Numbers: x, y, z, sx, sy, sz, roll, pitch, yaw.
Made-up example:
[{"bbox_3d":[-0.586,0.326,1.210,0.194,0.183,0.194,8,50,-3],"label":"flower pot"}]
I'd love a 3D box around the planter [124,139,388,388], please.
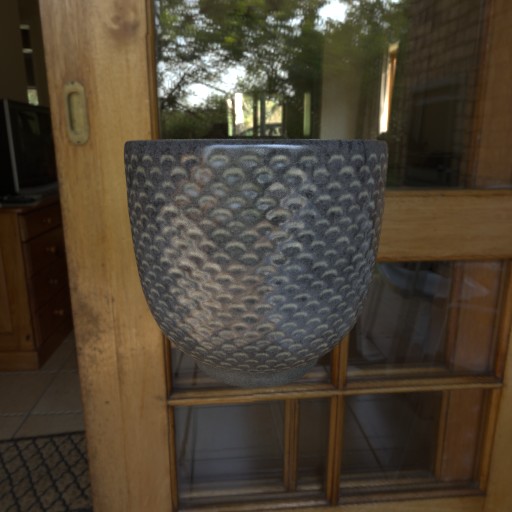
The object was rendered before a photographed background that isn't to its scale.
[{"bbox_3d":[0.000,0.000,0.317,0.172,0.160,0.172,0,14,0],"label":"planter"}]
